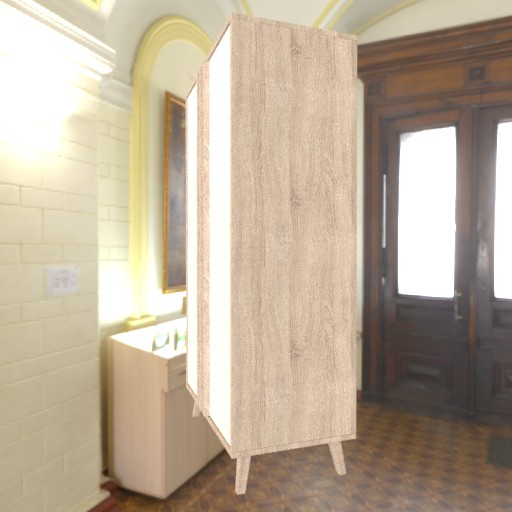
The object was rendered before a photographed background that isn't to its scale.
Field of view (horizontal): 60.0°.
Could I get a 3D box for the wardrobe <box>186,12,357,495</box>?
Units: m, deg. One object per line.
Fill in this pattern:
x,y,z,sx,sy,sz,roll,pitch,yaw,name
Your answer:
0.000,0.000,2.344,0.600,1.960,1.000,0,1,-19,wardrobe
